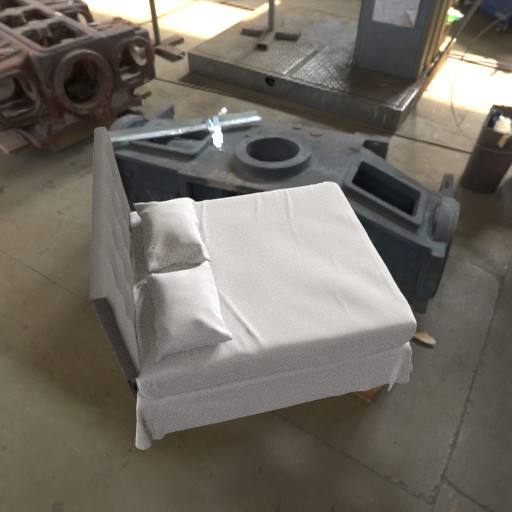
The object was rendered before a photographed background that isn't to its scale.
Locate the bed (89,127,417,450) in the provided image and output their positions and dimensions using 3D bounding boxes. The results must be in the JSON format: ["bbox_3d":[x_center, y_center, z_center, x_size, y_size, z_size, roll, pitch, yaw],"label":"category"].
[{"bbox_3d":[0.000,0.000,3.426,2.222,1.577,1.936,-10,48,-9],"label":"bed"}]
